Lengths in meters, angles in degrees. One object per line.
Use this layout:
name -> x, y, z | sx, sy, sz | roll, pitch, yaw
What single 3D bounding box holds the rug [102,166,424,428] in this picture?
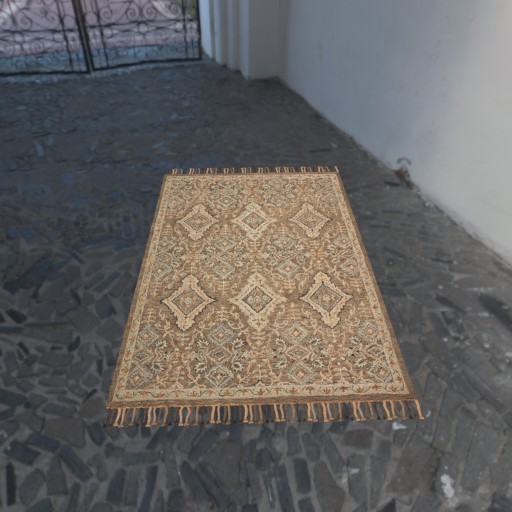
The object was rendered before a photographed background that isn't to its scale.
rug -> 0.000, 0.000, 3.005 | 1.516, 0.010, 2.434 | -1, 40, -1
